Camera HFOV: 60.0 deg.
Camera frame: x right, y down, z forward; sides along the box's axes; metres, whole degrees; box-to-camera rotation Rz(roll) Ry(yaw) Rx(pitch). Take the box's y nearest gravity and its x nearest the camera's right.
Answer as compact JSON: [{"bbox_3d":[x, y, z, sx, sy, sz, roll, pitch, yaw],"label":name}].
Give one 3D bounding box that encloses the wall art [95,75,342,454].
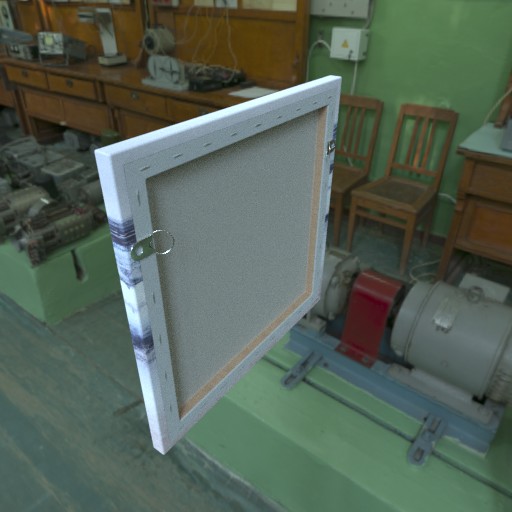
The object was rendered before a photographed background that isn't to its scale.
[{"bbox_3d":[0.000,0.000,1.122,0.065,0.747,0.755,22,38,30],"label":"wall art"}]
